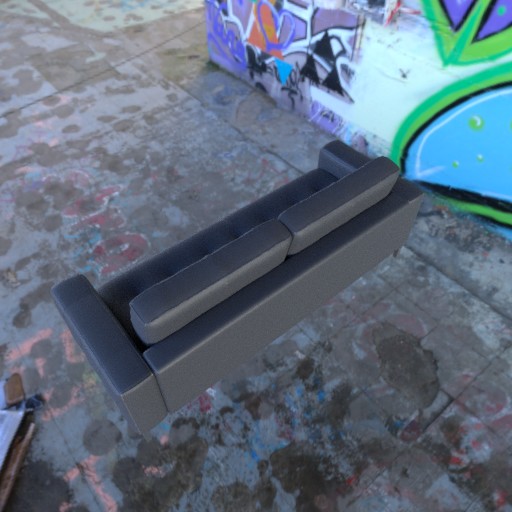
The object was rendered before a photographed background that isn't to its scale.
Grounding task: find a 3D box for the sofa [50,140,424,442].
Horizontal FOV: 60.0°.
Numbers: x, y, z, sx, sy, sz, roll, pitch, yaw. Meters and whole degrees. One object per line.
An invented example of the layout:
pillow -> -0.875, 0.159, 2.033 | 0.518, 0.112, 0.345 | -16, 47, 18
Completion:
sofa -> 0.000, 0.000, 2.798 | 2.275, 0.893, 0.833 | -31, 55, -25
